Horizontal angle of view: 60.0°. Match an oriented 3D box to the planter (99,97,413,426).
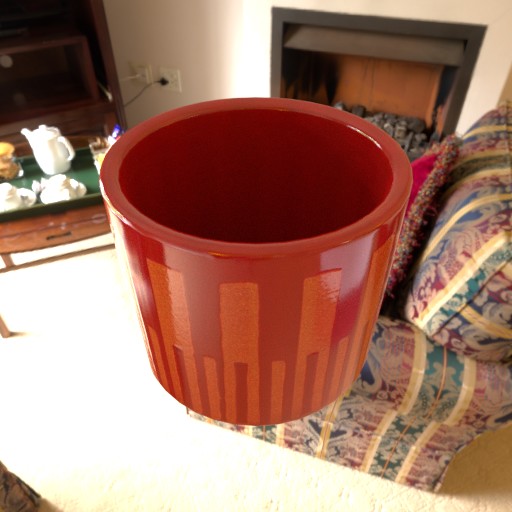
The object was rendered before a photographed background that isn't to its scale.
[{"bbox_3d":[0.000,0.000,0.398,0.230,0.202,0.230,0,41,0],"label":"planter"}]
